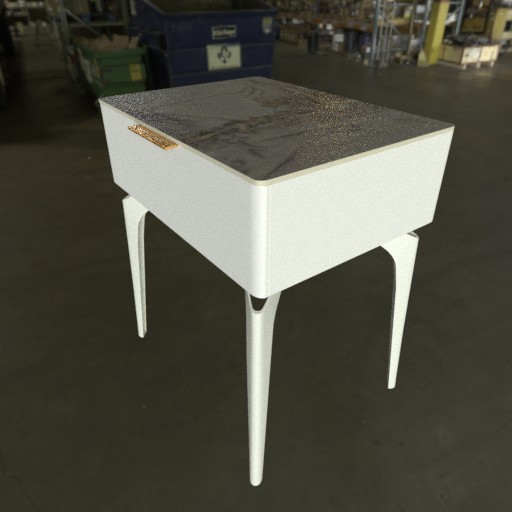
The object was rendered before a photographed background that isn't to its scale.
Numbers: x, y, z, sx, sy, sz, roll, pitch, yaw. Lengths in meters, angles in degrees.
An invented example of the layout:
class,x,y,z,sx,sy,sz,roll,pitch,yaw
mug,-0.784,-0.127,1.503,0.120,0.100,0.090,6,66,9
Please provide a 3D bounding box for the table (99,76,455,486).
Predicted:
class,x,y,z,sx,sy,sz,roll,pitch,yaw
table,0.000,0.000,0.890,0.400,0.570,0.500,-21,38,-30
